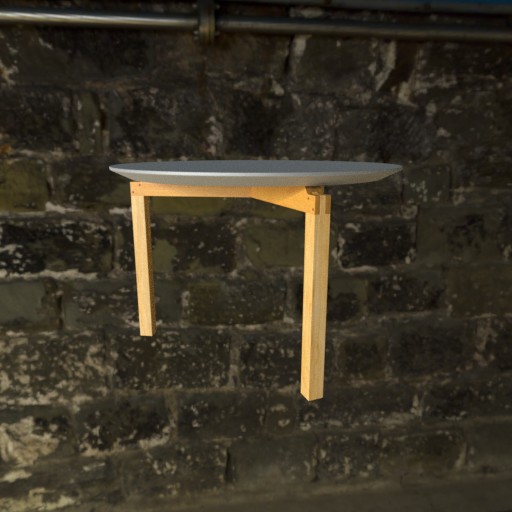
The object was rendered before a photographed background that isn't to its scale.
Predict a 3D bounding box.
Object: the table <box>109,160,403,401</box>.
[{"bbox_3d":[0.000,0.000,1.001,0.600,0.405,0.600,0,14,0],"label":"table"}]
